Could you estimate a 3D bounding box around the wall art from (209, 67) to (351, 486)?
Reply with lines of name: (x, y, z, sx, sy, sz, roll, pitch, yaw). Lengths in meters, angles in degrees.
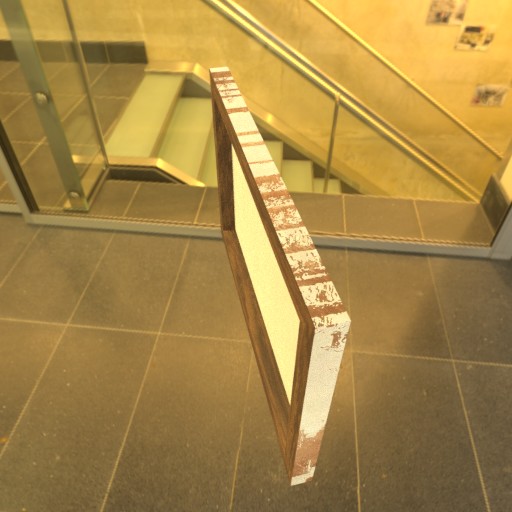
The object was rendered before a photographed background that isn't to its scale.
wall art: (0.000, 0.000, 0.757, 0.035, 0.405, 0.609, -9, 45, -9)
